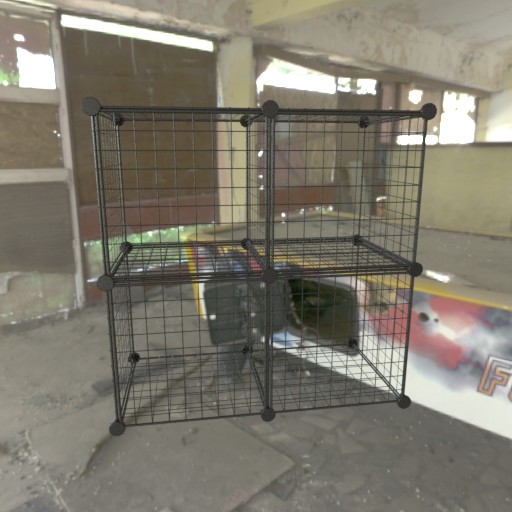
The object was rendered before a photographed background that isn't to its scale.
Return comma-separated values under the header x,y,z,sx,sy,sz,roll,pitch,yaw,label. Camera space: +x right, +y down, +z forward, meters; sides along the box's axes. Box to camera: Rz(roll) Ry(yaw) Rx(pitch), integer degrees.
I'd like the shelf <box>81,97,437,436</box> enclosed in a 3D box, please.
x,y,z,sx,sy,sz,roll,pitch,yaw,label
0.000,0.000,1.122,0.711,0.711,0.356,-2,13,-9,shelf
